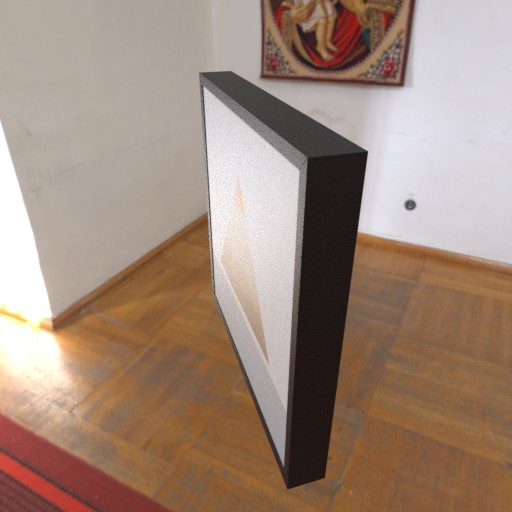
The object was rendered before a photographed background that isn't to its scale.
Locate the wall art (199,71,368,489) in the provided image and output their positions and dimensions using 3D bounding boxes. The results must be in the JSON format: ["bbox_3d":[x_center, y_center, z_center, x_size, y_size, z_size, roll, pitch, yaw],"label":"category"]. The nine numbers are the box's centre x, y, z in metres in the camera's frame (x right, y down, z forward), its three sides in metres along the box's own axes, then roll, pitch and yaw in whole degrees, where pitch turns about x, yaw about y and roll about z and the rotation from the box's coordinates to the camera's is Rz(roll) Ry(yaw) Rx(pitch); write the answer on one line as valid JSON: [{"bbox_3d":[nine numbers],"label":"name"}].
[{"bbox_3d":[0.000,0.000,0.445,0.037,0.303,0.304,-9,32,-15],"label":"wall art"}]
